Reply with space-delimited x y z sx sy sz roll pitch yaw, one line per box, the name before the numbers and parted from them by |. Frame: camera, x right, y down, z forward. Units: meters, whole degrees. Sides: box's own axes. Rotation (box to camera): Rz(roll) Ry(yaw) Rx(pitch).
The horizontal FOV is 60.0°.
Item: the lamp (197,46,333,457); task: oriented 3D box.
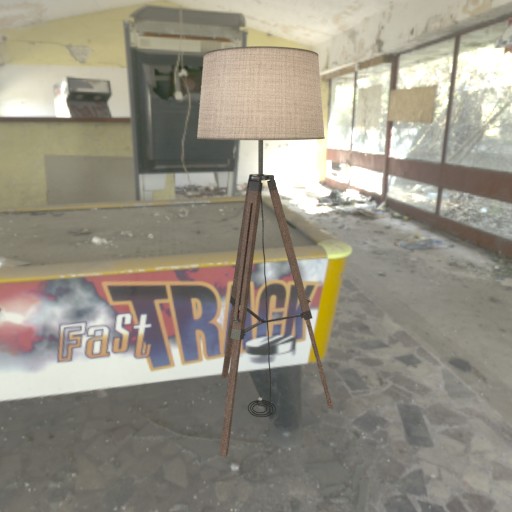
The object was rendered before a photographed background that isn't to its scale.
lamp | 0.000 0.000 1.806 0.604 1.510 0.587 8 18 24
